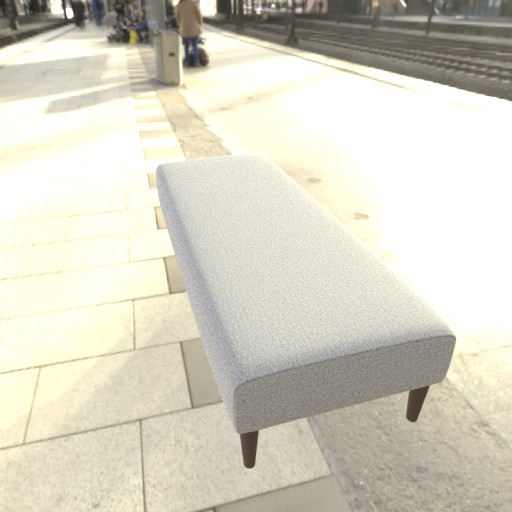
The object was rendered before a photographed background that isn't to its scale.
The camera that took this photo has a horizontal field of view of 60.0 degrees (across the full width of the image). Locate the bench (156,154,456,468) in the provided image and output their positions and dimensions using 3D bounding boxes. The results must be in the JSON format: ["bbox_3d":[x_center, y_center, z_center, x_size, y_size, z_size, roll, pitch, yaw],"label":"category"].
[{"bbox_3d":[0.000,0.000,1.787,0.631,0.383,1.598,-9,31,-15],"label":"bench"}]
